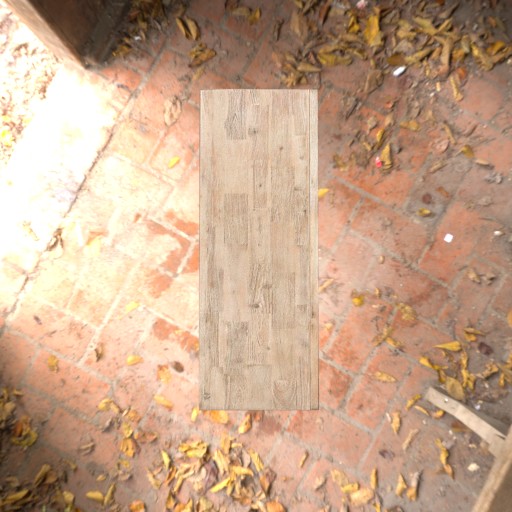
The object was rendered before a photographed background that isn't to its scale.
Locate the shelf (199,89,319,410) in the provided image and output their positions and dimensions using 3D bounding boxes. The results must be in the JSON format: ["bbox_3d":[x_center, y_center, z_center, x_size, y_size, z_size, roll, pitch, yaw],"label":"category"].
[{"bbox_3d":[0.000,0.000,1.767,0.308,1.471,0.748,0,89,-1],"label":"shelf"}]
